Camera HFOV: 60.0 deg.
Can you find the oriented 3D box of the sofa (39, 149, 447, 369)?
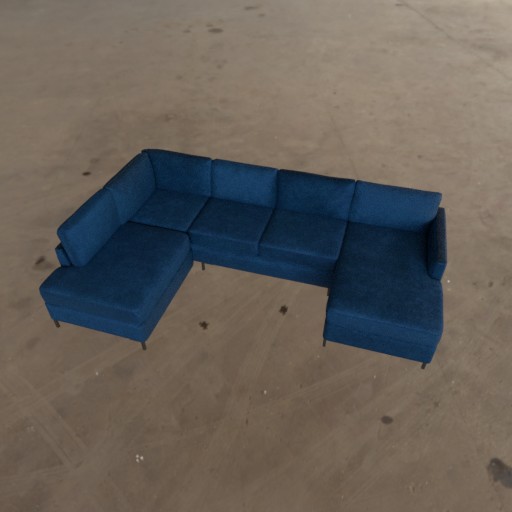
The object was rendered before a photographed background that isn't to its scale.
[{"bbox_3d":[0.000,0.000,4.272,3.434,0.992,2.055,11,42,13],"label":"sofa"}]
